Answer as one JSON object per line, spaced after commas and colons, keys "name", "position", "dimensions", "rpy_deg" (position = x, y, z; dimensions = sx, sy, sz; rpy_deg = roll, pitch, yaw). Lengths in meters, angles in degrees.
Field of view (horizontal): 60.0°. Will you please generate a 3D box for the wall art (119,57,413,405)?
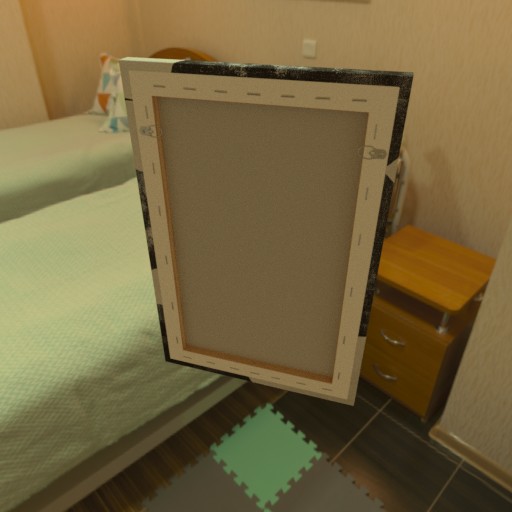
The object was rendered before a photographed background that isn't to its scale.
{"name": "wall art", "position": [0.000, 0.000, 1.143], "dimensions": [0.610, 0.915, 0.041], "rpy_deg": [9, 34, 14]}
